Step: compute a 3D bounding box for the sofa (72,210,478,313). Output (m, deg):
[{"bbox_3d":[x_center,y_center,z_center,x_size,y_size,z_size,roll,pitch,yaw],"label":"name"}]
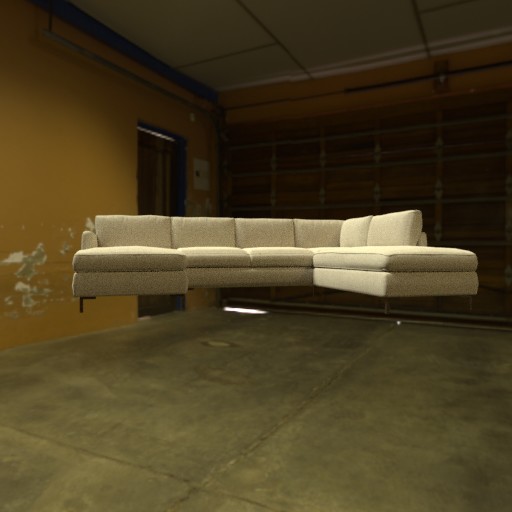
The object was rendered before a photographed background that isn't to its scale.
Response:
[{"bbox_3d":[0.000,0.000,3.617,2.737,0.756,1.879,0,0,-17],"label":"sofa"}]
